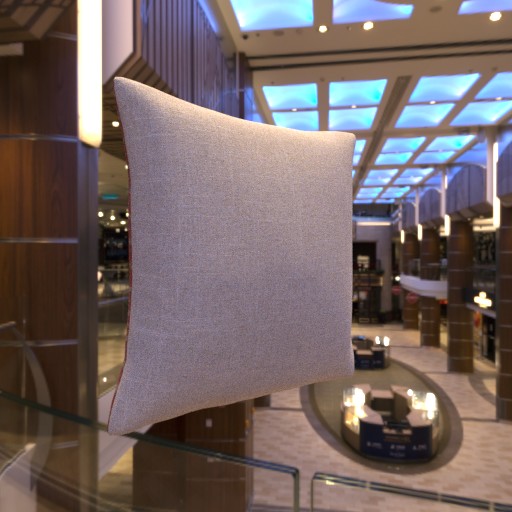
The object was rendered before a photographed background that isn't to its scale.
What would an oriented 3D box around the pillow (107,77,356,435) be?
[{"bbox_3d":[0.000,0.000,0.768,0.511,0.503,0.182,0,0,-37],"label":"pillow"}]
